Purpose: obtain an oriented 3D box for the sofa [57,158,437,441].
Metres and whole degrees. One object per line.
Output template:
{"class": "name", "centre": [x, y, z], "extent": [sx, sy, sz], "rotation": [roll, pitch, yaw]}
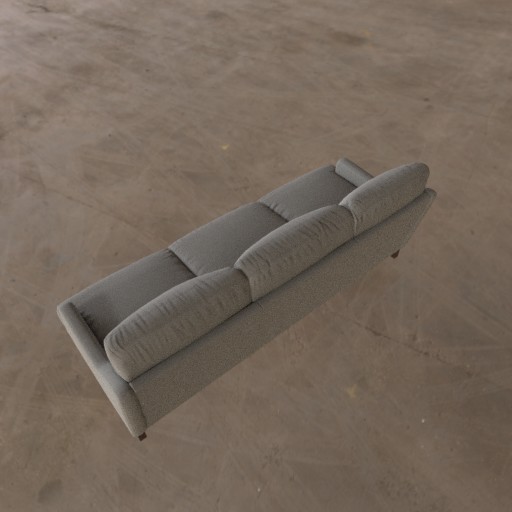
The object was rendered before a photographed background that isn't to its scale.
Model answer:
{"class": "sofa", "centre": [0.000, 0.000, 2.859], "extent": [2.344, 0.926, 0.987], "rotation": [-31, 53, -26]}
